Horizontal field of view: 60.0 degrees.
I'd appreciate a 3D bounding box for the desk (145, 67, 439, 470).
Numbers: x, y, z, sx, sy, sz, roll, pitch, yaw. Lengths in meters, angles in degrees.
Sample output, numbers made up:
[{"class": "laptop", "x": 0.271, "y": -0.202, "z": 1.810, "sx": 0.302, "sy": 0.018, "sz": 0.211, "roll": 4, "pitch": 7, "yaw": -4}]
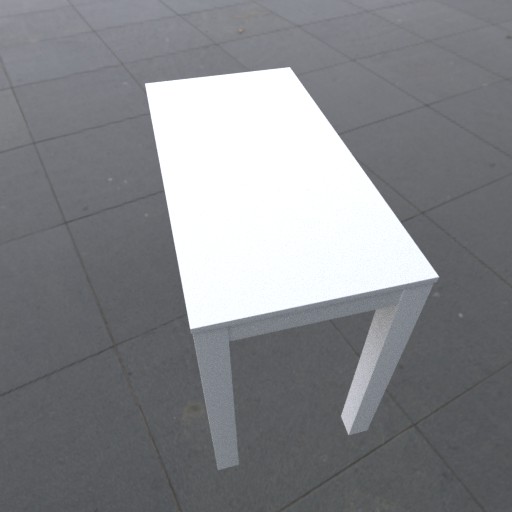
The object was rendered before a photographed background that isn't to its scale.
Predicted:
[{"class": "desk", "x": 0.000, "y": 0.000, "z": 1.443, "sx": 0.497, "sy": 0.762, "sz": 0.990, "roll": -11, "pitch": 47, "yaw": -10}]
